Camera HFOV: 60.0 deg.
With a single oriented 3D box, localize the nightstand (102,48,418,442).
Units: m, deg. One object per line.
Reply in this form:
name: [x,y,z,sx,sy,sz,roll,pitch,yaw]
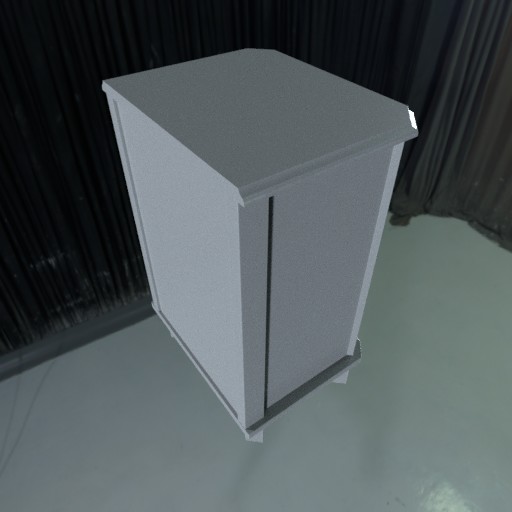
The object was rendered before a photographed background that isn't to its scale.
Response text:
nightstand: [0.000,0.000,0.930,0.348,0.680,0.435,-26,48,-26]
